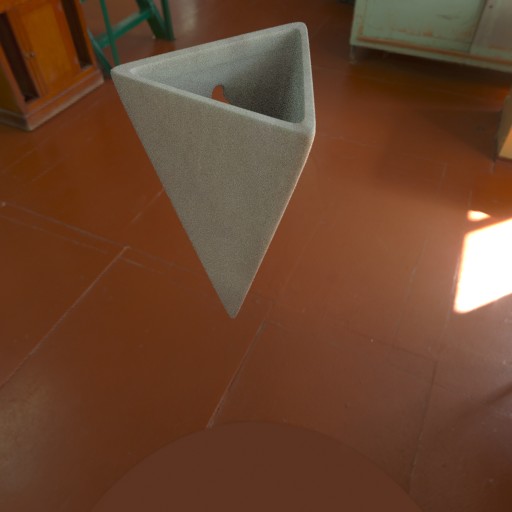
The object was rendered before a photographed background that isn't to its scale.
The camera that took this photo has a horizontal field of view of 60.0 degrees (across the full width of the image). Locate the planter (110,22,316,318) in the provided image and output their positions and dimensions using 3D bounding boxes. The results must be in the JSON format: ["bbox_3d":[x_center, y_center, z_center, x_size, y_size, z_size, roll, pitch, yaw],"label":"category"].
[{"bbox_3d":[0.000,0.000,0.268,0.101,0.224,0.081,-24,52,-20],"label":"planter"}]
